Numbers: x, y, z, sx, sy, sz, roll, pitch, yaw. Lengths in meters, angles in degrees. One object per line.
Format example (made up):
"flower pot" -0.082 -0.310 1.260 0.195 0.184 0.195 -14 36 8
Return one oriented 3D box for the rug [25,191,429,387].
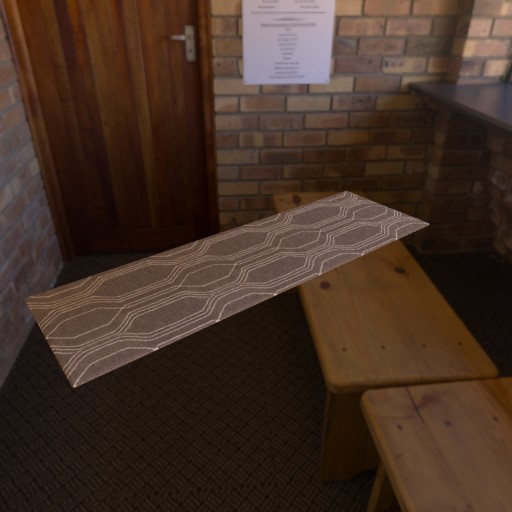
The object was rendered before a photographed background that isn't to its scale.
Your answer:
"rug" 0.000 0.000 2.705 2.464 0.012 0.773 -21 36 -32
